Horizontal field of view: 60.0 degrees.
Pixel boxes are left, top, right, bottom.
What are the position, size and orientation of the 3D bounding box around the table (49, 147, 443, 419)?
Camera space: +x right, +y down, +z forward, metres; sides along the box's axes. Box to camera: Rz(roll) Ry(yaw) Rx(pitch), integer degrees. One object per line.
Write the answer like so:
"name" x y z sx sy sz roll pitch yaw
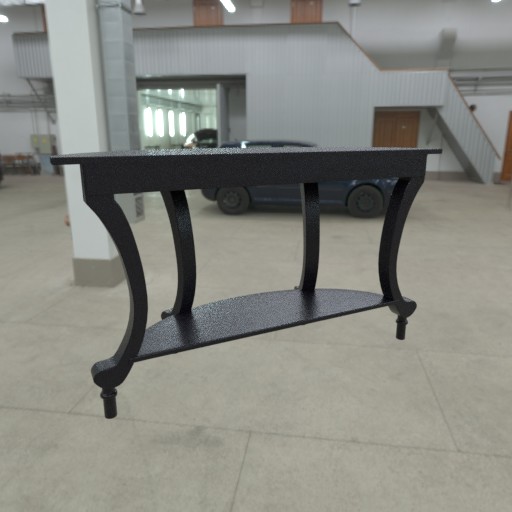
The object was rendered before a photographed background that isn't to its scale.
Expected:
"table" 0.000 0.000 1.484 1.198 0.692 0.394 -8 17 -26
